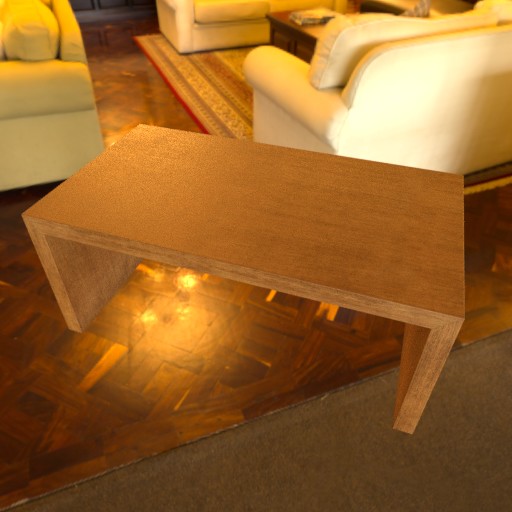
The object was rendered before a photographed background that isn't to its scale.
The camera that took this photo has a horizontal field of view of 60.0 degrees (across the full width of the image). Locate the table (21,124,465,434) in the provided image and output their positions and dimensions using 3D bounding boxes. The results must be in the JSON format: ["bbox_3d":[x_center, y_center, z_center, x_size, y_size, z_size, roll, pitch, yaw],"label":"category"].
[{"bbox_3d":[0.000,0.000,1.266,1.000,0.419,0.549,13,42,15],"label":"table"}]
